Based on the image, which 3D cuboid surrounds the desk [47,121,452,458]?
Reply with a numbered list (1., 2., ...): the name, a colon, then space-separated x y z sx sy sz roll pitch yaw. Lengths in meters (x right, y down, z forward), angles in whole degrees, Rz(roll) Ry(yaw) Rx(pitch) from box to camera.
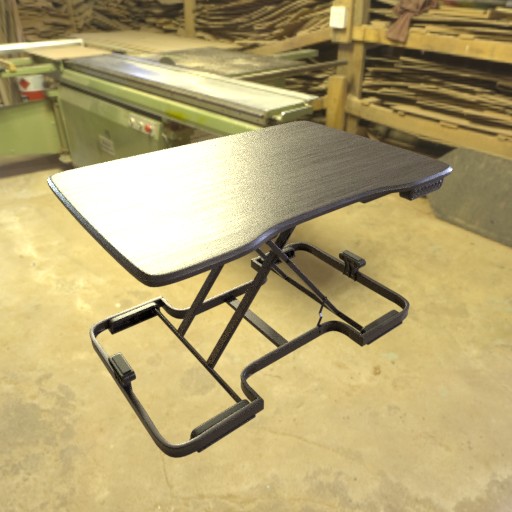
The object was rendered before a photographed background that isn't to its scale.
1. desk: 0.000 0.000 1.154 0.820 0.470 0.546 -22 38 -31
